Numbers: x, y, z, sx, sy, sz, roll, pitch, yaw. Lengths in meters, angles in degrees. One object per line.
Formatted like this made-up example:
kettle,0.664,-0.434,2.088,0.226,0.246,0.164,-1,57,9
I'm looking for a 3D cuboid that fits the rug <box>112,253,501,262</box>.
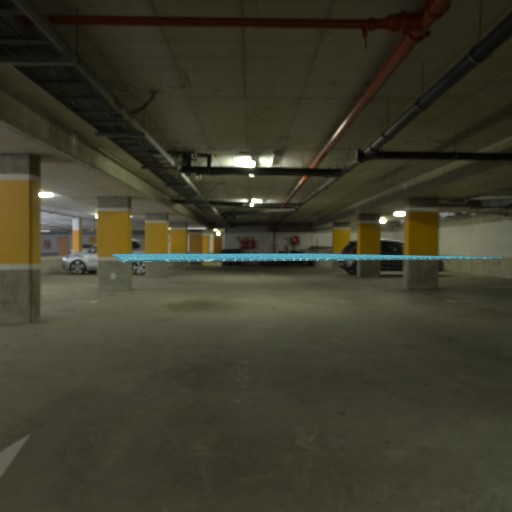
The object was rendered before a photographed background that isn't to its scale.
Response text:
rug,0.000,0.000,4.002,2.432,0.012,3.033,0,1,-19
